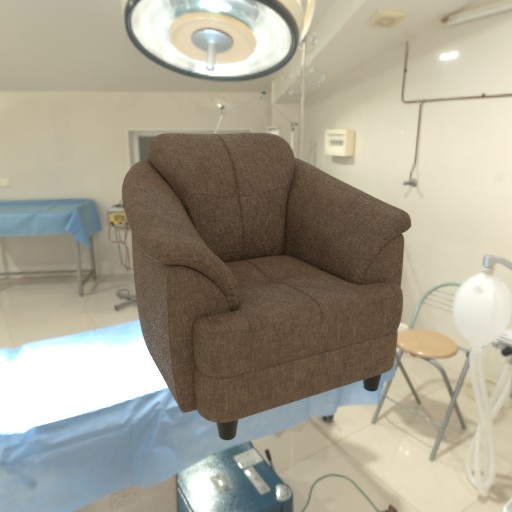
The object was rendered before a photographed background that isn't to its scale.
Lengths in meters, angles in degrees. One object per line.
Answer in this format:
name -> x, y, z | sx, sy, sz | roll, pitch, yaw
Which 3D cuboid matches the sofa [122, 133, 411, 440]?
sofa -> 0.000, 0.000, 1.524 | 0.870, 0.811, 0.794 | -8, 18, -26
